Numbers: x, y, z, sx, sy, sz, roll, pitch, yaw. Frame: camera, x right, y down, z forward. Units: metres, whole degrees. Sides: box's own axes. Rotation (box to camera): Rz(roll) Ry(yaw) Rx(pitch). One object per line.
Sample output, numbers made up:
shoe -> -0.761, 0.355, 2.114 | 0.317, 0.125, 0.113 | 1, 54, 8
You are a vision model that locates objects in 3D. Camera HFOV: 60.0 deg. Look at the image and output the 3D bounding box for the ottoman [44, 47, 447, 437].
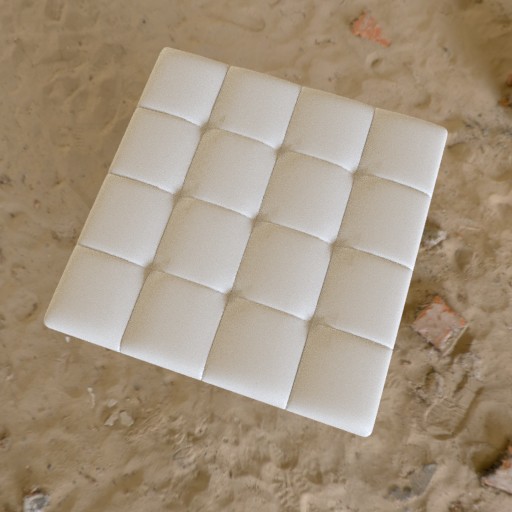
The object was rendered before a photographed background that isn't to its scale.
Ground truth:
ottoman -> 0.000, 0.000, 0.772 | 0.425, 0.432, 0.425 | 18, 77, 4
